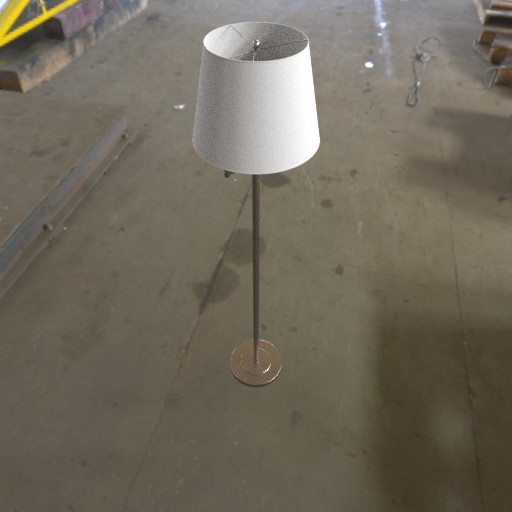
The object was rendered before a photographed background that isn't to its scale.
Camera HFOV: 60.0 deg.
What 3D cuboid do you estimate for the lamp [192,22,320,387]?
[{"bbox_3d":[0.000,0.000,1.584,0.355,1.473,0.355,0,46,0],"label":"lamp"}]
